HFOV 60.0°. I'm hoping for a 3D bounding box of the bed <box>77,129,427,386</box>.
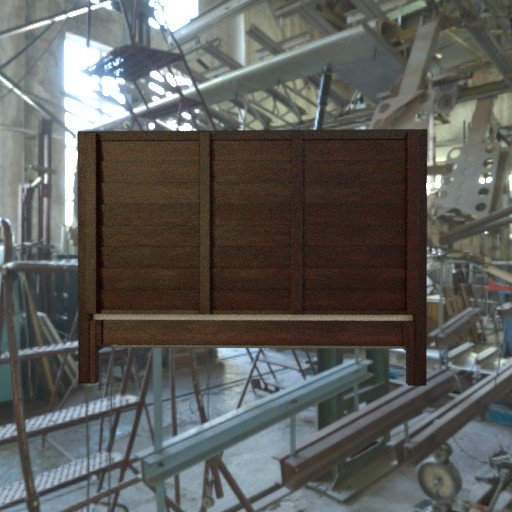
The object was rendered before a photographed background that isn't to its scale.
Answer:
[{"bbox_3d":[0.000,0.000,3.948,2.040,1.492,2.803,0,1,1],"label":"bed"}]
